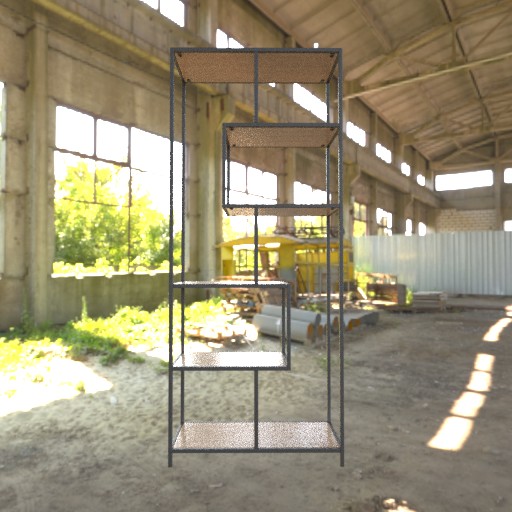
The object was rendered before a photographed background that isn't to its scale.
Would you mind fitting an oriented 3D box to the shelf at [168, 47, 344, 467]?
[{"bbox_3d":[0.000,0.000,2.128,0.770,1.850,0.350,0,-1,0],"label":"shelf"}]
